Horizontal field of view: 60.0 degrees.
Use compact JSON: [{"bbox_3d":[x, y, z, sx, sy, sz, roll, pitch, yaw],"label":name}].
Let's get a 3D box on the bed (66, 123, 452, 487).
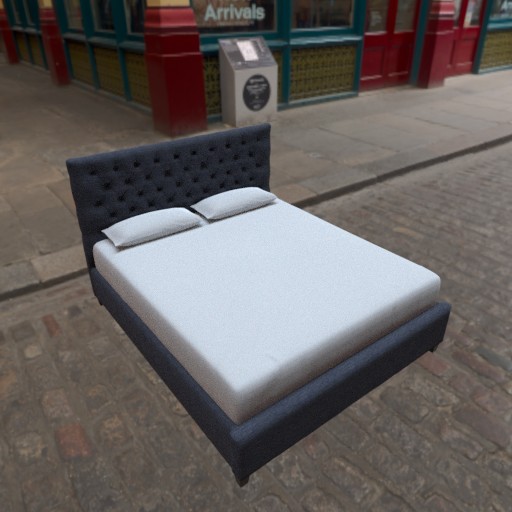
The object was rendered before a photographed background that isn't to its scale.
[{"bbox_3d":[0.000,0.000,3.599,2.078,1.427,2.387,-21,36,-32],"label":"bed"}]
